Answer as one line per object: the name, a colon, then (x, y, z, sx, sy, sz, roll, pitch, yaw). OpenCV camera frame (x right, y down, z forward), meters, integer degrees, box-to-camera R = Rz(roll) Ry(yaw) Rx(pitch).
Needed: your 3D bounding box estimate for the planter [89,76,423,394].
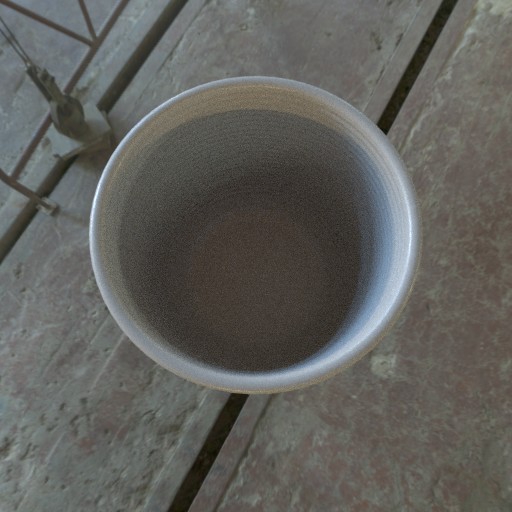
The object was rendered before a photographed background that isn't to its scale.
planter: (0.000, 0.000, 0.216, 0.124, 0.109, 0.124, 0, 75, 0)
